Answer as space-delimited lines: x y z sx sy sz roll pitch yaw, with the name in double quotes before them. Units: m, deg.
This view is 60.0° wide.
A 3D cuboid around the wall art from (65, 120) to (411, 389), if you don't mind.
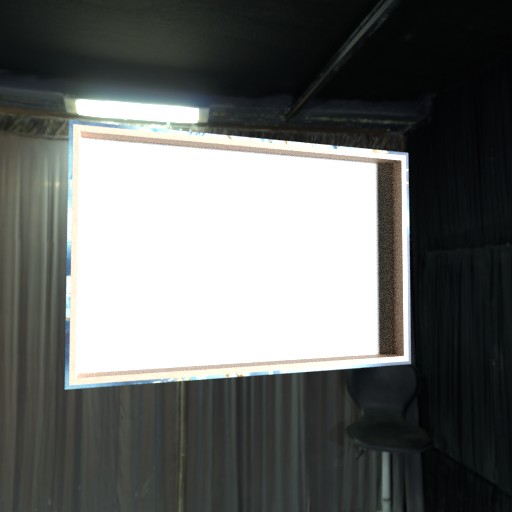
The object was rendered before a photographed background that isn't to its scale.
"wall art" 0.000 0.000 0.775 0.607 0.405 0.036 1 -2 -18
